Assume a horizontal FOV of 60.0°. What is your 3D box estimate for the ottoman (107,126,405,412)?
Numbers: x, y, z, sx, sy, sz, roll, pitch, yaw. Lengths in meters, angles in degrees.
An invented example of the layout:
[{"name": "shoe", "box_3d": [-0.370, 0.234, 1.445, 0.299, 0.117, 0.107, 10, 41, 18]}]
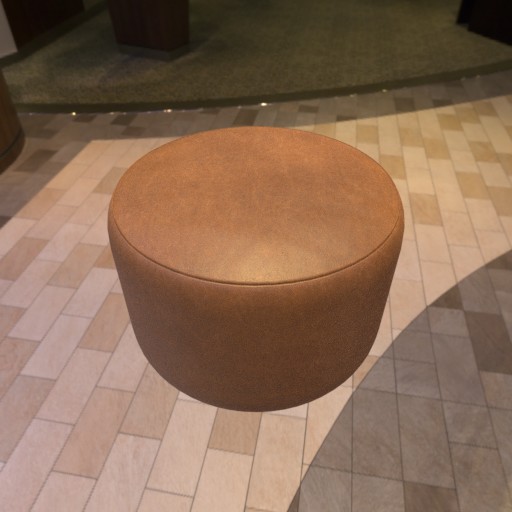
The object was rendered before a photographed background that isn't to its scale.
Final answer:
[{"name": "ottoman", "box_3d": [0.000, 0.000, 1.022, 0.607, 0.438, 0.607, 0, 40, 0]}]
